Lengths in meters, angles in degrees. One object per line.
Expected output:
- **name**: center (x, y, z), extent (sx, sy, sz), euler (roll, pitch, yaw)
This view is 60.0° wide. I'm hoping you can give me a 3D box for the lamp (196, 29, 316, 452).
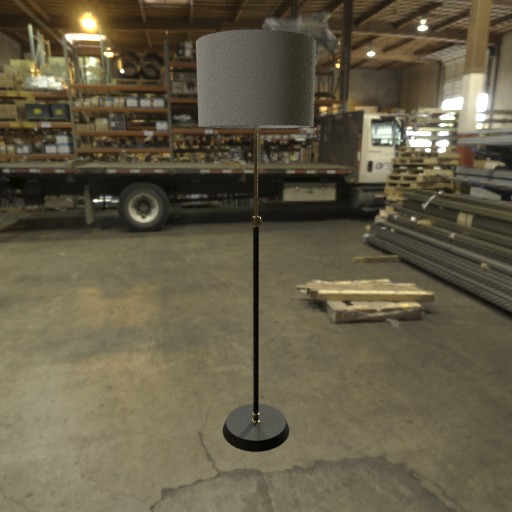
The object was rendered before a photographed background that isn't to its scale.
- **lamp**: center (0.000, 0.000, 1.689), extent (0.404, 1.517, 0.404), euler (-3, 15, -10)
